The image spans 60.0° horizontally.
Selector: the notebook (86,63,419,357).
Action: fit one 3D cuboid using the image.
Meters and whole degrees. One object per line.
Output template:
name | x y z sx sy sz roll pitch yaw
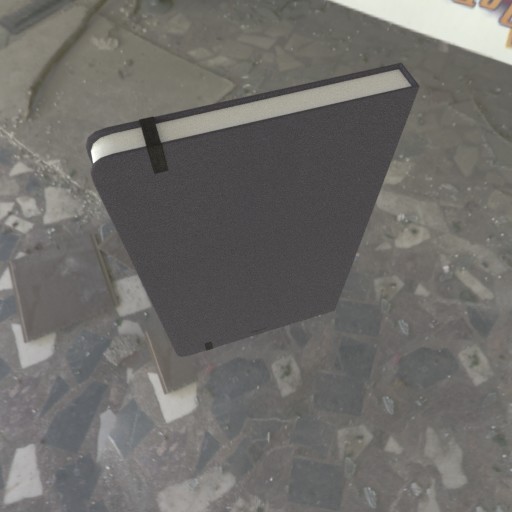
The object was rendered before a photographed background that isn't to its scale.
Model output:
notebook | 0.000 0.000 0.254 0.127 0.213 0.016 -16 61 -9
